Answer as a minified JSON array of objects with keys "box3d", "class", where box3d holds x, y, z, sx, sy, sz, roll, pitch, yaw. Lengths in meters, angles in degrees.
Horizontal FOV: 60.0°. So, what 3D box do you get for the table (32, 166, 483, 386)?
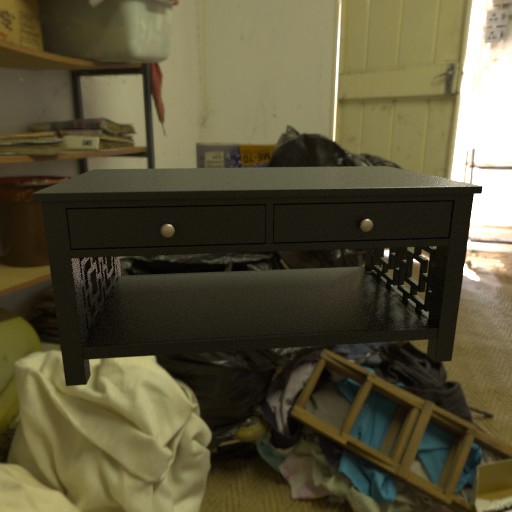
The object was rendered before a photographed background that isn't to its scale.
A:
[{"box3d":[0.000,0.000,1.389,1.068,0.493,0.612,-2,16,-7],"class":"table"}]
